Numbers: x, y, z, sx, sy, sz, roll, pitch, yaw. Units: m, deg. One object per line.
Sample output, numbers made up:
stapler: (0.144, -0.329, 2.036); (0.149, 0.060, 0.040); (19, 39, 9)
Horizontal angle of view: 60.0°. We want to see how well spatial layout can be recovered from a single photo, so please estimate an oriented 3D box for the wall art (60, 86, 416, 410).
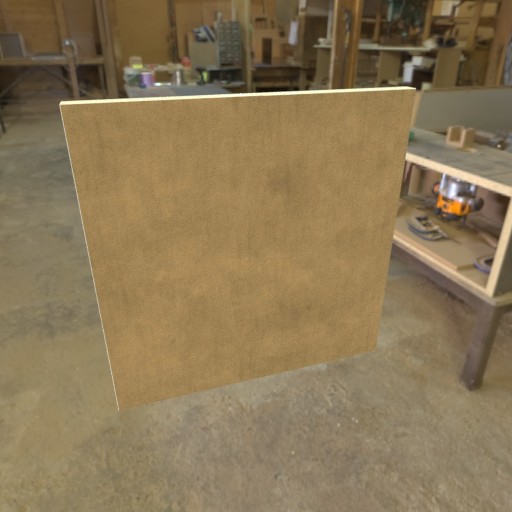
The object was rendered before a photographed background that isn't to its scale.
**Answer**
wall art: (0.000, 0.000, 0.656); (0.455, 0.453, 0.023); (-9, 28, -16)
